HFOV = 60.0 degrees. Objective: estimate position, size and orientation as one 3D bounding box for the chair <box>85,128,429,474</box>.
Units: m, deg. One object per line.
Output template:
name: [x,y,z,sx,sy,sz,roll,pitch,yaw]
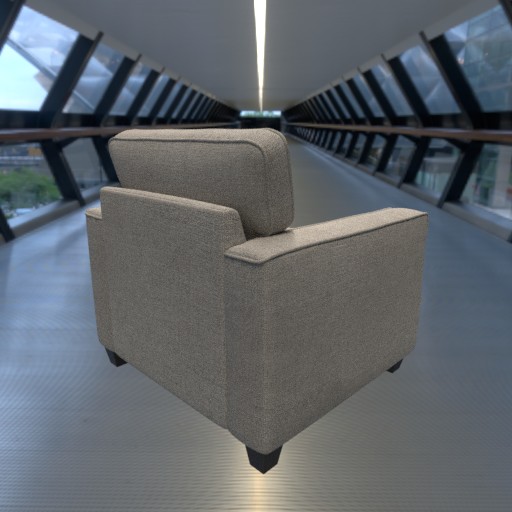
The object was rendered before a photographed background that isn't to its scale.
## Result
chair: [0.000,0.000,1.753,0.939,0.965,1.015,-15,22,-43]
